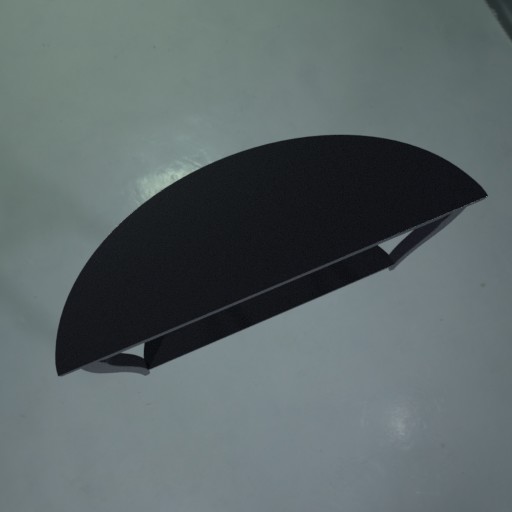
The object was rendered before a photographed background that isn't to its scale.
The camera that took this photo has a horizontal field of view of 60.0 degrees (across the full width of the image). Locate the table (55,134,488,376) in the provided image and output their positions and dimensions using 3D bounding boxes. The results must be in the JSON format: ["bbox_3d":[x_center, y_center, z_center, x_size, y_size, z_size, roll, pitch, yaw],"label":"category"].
[{"bbox_3d":[0.000,0.000,1.574,1.219,0.780,0.394,-22,75,-6],"label":"table"}]
